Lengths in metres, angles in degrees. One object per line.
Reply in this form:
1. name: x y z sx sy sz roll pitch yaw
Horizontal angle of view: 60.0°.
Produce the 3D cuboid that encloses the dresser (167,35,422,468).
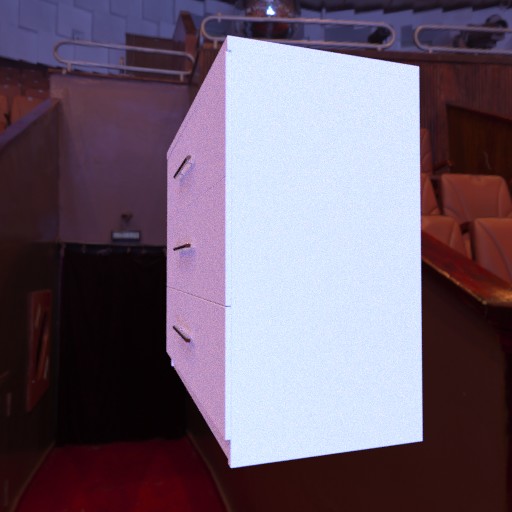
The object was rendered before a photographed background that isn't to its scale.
1. dresser: 0.000 0.000 1.206 0.420 0.740 0.830 0 -2 -18
